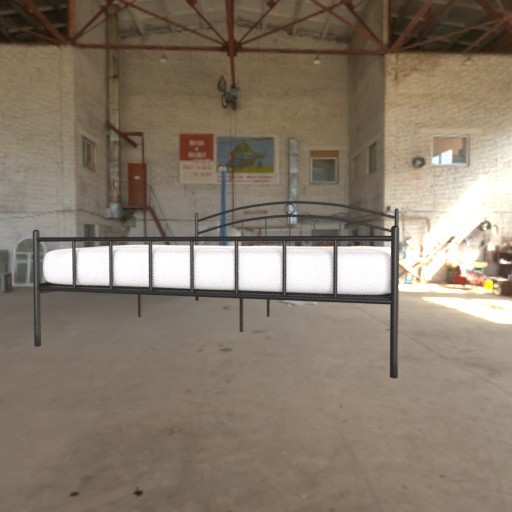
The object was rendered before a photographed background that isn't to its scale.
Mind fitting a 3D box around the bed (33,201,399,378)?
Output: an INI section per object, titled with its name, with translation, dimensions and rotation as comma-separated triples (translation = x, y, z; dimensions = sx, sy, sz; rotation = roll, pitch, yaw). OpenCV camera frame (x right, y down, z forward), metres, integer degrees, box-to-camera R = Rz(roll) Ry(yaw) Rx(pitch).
[bed]
translation = 0.000, 0.000, 3.068
dimensions = 1.880, 0.940, 2.040
rotation = 1, 2, 18
